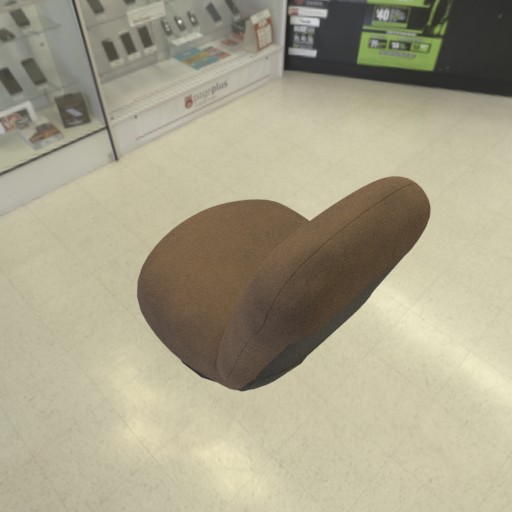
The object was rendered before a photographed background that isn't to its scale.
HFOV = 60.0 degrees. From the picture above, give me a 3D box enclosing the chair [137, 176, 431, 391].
[{"bbox_3d":[0.000,0.000,1.036,0.521,0.594,0.597,-34,57,-27],"label":"chair"}]
